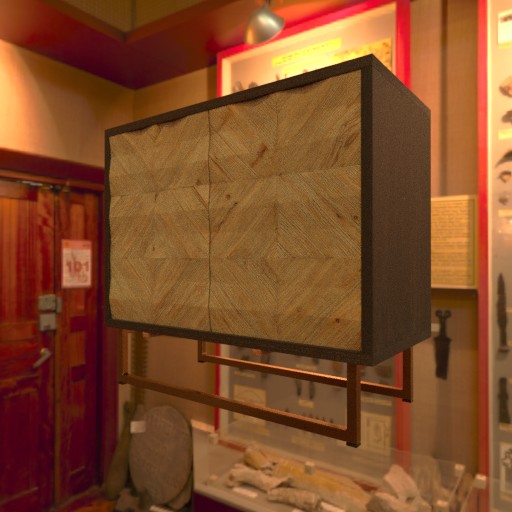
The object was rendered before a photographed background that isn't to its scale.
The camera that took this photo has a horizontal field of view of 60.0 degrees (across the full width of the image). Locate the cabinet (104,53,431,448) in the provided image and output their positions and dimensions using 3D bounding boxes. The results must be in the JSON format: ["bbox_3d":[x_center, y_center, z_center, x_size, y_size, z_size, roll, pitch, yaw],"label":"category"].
[{"bbox_3d":[0.000,0.000,1.406,0.950,0.860,0.451,0,0,36],"label":"cabinet"}]
